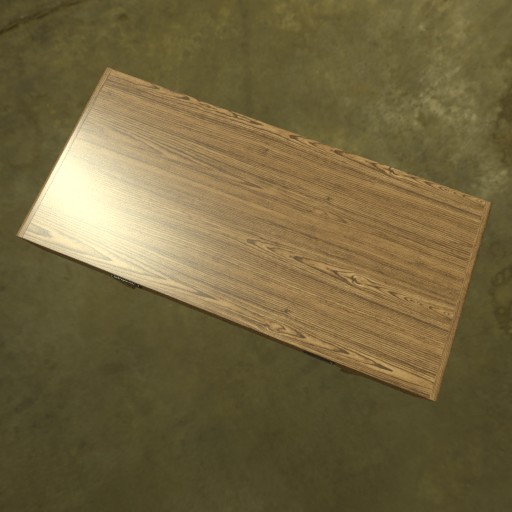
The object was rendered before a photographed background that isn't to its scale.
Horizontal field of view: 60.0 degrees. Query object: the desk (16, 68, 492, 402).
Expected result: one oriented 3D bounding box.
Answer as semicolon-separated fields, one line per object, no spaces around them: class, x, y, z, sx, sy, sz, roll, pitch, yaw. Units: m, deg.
desk;0.000;0.000;1.453;1.067;0.755;0.508;21;77;5
